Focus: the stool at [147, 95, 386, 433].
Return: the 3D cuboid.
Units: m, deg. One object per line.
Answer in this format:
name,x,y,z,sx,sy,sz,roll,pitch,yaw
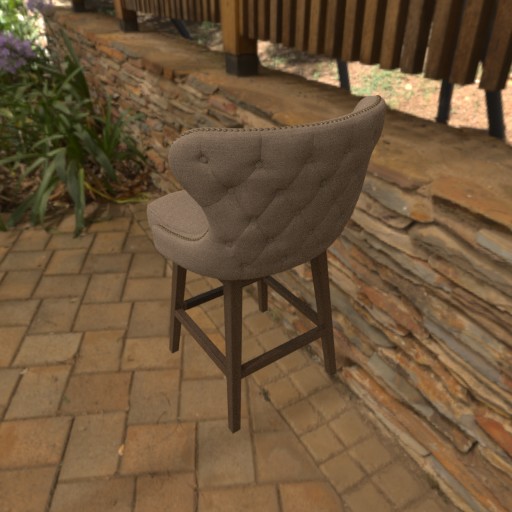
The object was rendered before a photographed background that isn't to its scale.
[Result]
stool,0.000,0.000,1.386,0.615,0.972,0.597,-20,38,-29
